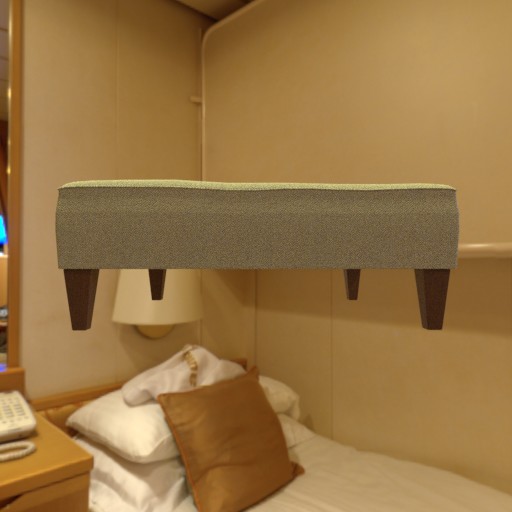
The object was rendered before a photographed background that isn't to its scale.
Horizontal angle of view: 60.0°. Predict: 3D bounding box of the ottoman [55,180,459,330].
[{"bbox_3d":[0.000,0.000,1.550,0.968,0.379,1.004,0,-1,-1],"label":"ottoman"}]
